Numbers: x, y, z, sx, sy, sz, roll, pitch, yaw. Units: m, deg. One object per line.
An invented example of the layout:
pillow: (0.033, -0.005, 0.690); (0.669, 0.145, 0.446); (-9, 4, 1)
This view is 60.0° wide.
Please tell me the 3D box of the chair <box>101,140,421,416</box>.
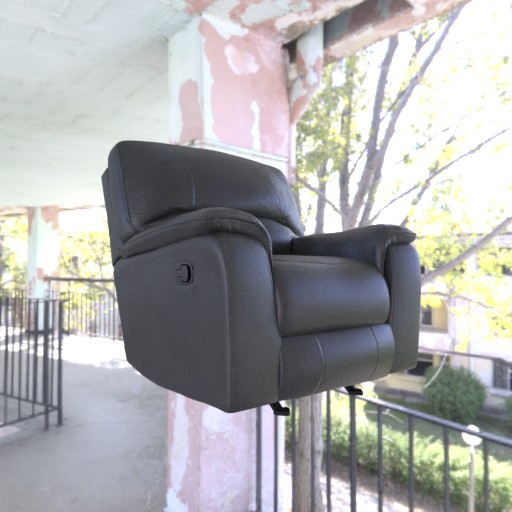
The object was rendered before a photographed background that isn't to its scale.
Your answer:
chair: (0.000, 0.000, 1.965); (1.096, 1.109, 1.087); (1, -2, -38)
